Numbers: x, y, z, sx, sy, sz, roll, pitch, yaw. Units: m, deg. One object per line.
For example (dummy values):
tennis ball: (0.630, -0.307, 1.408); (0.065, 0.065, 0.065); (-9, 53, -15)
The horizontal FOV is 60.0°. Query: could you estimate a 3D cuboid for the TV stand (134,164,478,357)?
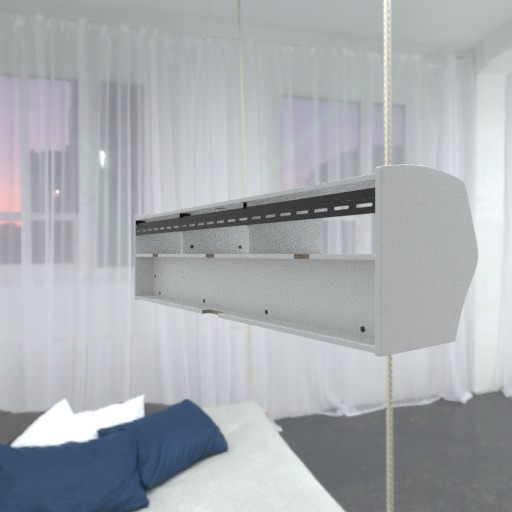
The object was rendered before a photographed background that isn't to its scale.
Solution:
TV stand: (0.000, 0.000, 1.657); (0.397, 0.424, 1.473); (0, 0, -35)
